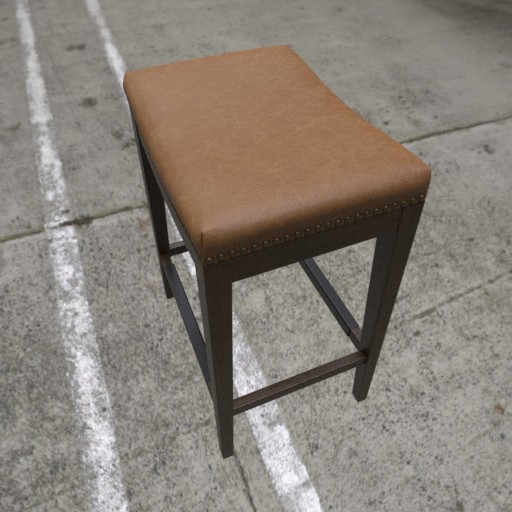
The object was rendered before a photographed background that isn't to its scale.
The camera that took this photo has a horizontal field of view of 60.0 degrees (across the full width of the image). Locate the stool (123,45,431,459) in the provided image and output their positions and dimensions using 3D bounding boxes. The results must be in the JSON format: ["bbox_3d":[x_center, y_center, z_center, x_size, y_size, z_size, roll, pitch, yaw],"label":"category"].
[{"bbox_3d":[0.000,0.000,0.930,0.361,0.660,0.500,-17,49,-15],"label":"stool"}]
